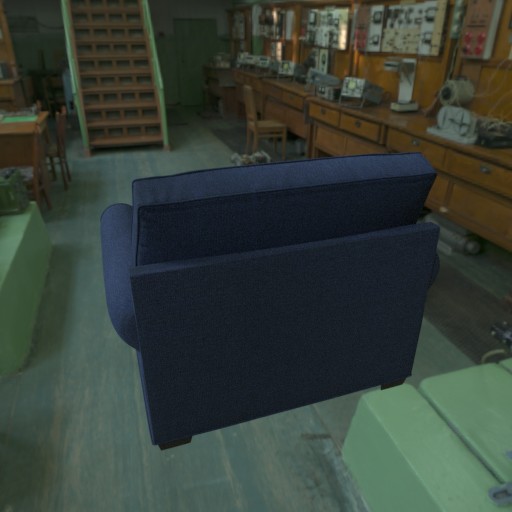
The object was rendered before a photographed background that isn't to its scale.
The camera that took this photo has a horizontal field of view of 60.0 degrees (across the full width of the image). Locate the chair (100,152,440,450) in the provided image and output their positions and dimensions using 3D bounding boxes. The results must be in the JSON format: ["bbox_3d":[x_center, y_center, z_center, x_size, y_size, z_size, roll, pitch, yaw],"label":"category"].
[{"bbox_3d":[0.000,0.000,1.977,1.285,1.044,0.963,-9,28,-17],"label":"chair"}]
